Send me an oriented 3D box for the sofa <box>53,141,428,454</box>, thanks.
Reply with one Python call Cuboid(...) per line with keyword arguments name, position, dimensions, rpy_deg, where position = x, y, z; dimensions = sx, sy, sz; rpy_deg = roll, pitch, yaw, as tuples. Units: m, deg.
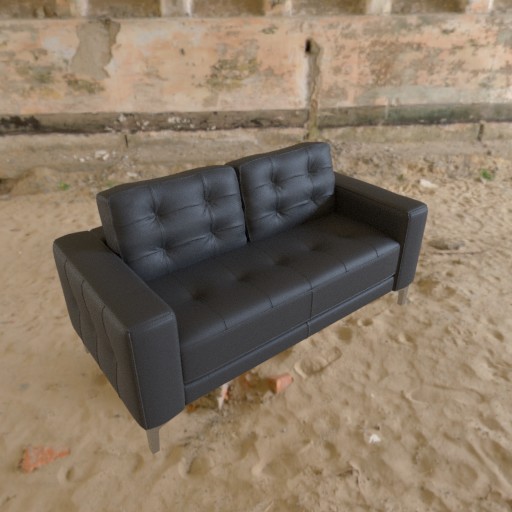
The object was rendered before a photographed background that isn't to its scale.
Cuboid(name="sofa", position=(0.000, 0.000, 2.244), dimensions=(1.726, 0.893, 0.833), rpy_deg=(-21, 36, -32))
